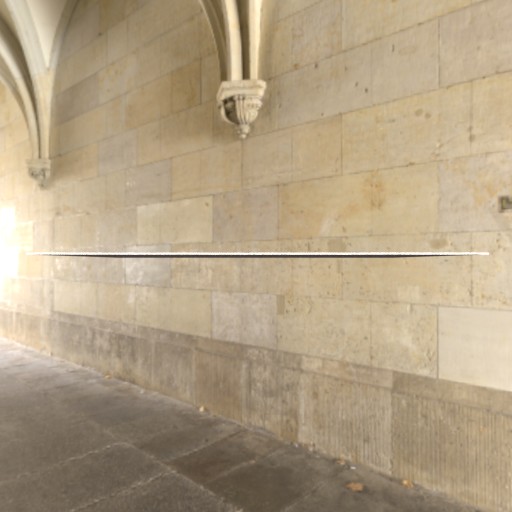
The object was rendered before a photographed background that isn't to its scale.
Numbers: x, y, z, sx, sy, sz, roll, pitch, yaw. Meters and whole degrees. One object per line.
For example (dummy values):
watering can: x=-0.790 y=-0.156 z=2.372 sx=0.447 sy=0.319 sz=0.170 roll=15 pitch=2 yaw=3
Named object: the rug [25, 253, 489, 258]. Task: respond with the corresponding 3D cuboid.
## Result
rug: x=0.000 y=0.000 z=2.320 sx=1.813 sy=0.006 sz=1.202 roll=0 pitch=-1 yaw=0
